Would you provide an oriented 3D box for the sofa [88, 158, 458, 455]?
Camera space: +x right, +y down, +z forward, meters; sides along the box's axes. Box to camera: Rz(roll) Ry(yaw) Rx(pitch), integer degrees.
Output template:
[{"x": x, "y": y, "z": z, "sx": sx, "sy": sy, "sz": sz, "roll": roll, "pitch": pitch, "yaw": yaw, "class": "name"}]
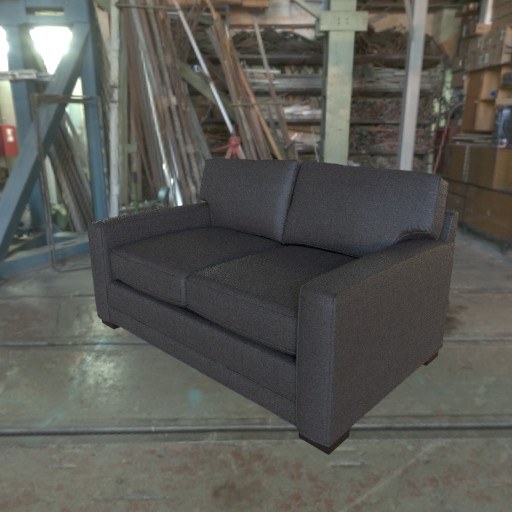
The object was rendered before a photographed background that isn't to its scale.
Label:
[{"x": 0.000, "y": 0.000, "z": 2.159, "sx": 1.534, "sy": 0.887, "sz": 0.974, "roll": 15, "pitch": 22, "yaw": 41, "class": "sofa"}]
